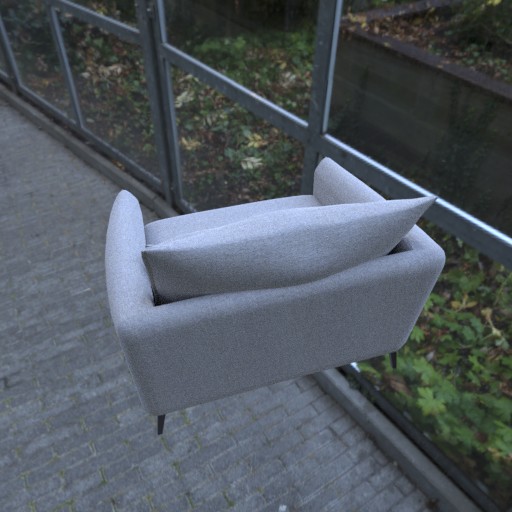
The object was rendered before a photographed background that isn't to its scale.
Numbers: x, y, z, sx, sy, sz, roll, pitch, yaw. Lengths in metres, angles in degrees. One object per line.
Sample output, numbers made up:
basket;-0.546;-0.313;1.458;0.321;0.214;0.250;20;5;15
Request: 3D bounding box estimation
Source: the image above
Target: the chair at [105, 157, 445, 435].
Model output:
chair;0.000;0.000;1.607;1.029;0.856;0.801;-12;43;-13
